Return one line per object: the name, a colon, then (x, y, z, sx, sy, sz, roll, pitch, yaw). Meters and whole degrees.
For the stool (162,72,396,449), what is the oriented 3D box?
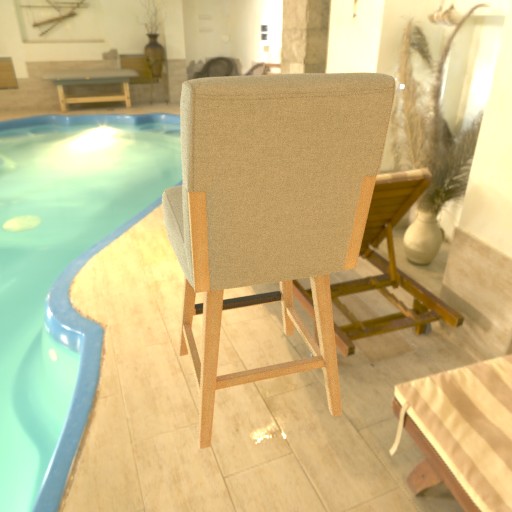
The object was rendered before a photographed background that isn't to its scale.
stool: (0.000, 0.000, 1.364, 0.507, 1.085, 0.606, -8, 28, -15)
